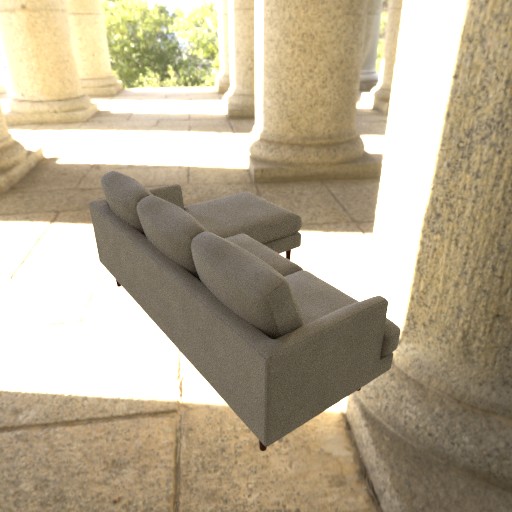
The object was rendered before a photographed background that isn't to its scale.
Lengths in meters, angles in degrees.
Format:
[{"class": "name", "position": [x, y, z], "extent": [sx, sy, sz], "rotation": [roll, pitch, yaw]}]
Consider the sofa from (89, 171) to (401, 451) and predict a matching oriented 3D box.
[{"class": "sofa", "position": [0.000, 0.000, 3.035], "extent": [1.504, 0.956, 2.233], "rotation": [-19, 33, -32]}]
